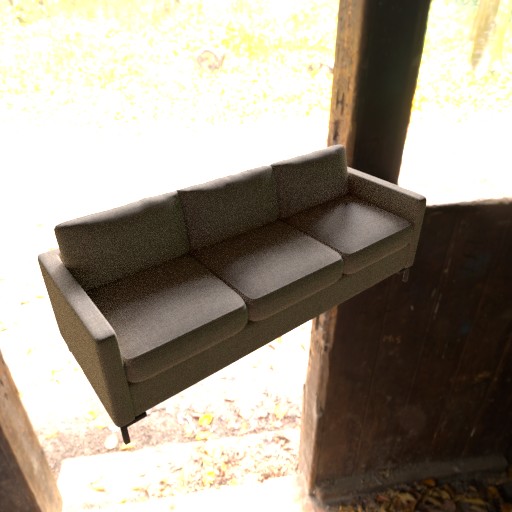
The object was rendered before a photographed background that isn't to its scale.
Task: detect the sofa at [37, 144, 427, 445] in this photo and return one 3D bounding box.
[{"bbox_3d":[0.000,0.000,2.686,2.218,0.874,0.859,-22,38,-32],"label":"sofa"}]
